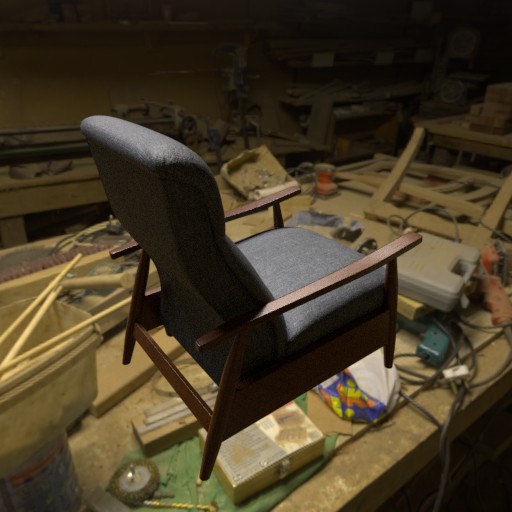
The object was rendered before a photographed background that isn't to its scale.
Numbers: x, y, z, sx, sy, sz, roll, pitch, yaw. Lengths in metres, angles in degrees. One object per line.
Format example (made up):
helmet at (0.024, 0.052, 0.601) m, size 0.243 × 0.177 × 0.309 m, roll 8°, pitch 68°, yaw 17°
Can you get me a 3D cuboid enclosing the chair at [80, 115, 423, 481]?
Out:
chair at (0.000, 0.000, 1.726) m, size 1.030 × 1.082 × 0.762 m, roll -18°, pitch 32°, yaw -31°
